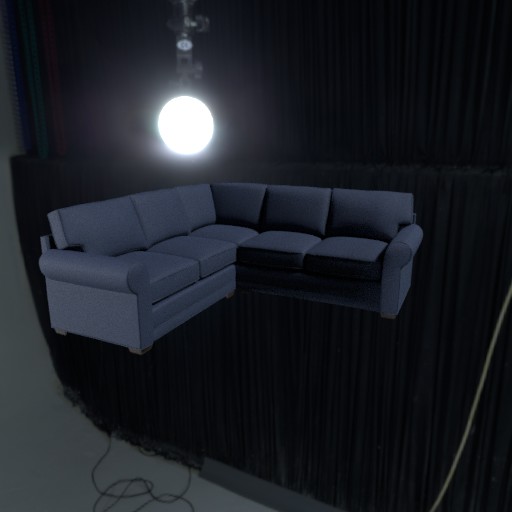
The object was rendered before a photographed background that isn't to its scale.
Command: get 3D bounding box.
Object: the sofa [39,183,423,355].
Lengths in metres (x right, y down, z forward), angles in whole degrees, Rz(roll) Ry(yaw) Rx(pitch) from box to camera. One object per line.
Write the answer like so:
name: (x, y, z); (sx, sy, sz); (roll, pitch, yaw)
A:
sofa: (0.000, 0.000, 3.920); (2.562, 1.042, 2.487); (7, 16, 25)
